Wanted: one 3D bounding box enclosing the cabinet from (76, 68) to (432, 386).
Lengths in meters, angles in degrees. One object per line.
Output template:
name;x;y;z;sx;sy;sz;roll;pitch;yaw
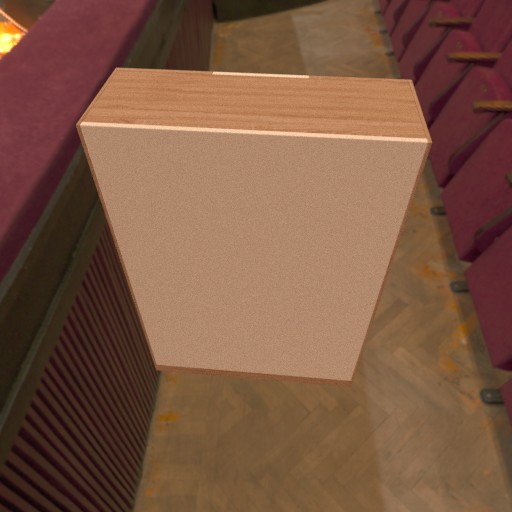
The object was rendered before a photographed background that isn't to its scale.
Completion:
cabinet;0.000;0.000;2.828;1.500;2.120;0.590;4;47;4
